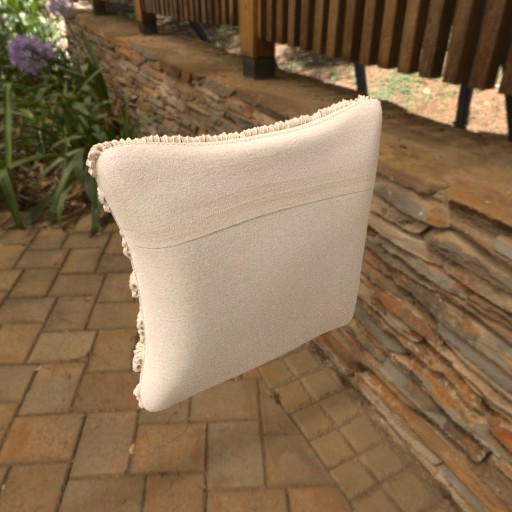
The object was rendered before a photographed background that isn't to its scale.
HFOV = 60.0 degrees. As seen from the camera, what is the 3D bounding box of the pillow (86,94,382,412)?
[{"bbox_3d":[0.000,0.000,0.675,0.437,0.427,0.145,-19,37,-27],"label":"pillow"}]
